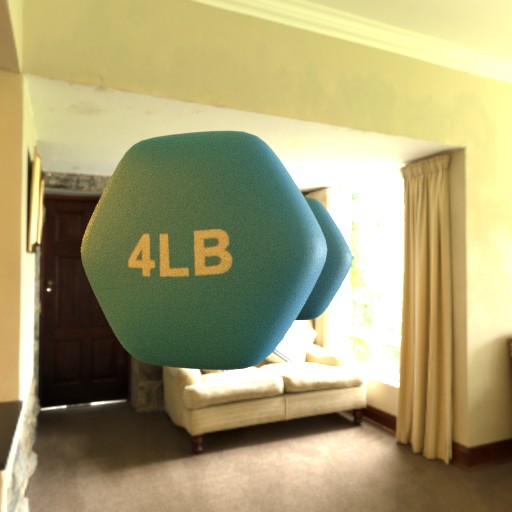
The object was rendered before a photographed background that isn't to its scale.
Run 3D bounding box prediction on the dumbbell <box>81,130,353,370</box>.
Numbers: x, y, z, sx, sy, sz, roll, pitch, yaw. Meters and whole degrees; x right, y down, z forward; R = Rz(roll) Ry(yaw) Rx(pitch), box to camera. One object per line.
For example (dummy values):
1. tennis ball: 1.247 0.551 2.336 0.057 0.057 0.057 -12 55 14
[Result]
1. dumbbell: 0.000 0.000 0.186 0.074 0.066 0.152 0 -2 16
